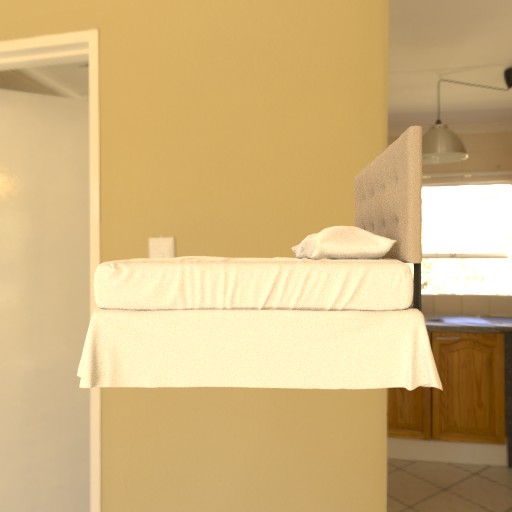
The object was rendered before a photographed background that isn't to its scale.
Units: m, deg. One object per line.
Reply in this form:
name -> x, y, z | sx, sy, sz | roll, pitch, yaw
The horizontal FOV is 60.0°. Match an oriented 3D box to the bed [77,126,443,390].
bed -> 0.000, 0.000, 3.490 | 2.222, 1.577, 1.936 | 0, 0, 1
